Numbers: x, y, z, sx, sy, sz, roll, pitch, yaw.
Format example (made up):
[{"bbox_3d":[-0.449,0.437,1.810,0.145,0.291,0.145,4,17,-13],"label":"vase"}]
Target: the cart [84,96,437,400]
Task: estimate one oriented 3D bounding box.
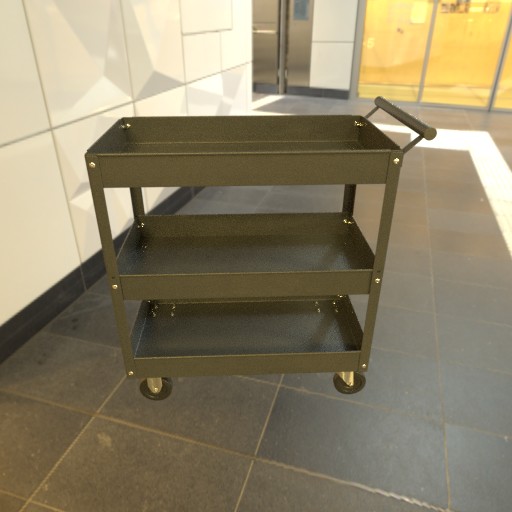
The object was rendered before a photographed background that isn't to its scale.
[{"bbox_3d":[0.000,0.000,1.228,0.719,0.780,0.366,-1,29,-2],"label":"cart"}]
